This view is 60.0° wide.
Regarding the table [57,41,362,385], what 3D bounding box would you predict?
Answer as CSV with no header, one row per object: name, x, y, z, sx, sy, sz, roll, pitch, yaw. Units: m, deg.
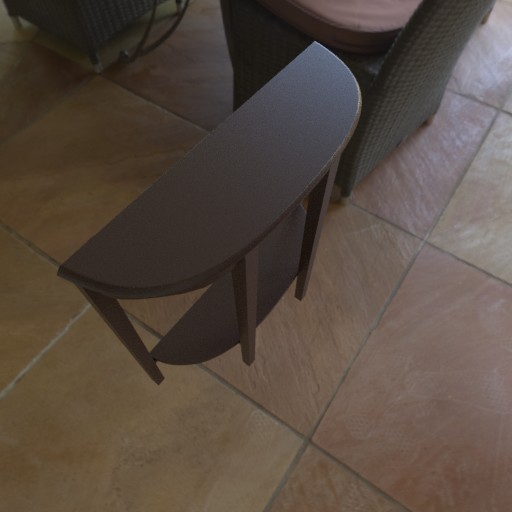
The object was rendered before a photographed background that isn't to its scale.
table,0.000,0.000,1.340,0.274,0.831,0.909,34,65,18
